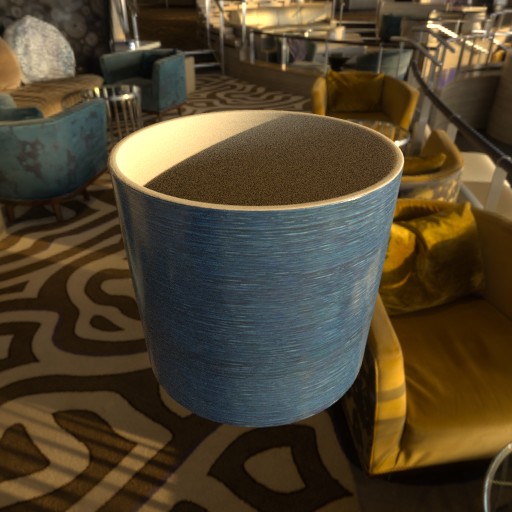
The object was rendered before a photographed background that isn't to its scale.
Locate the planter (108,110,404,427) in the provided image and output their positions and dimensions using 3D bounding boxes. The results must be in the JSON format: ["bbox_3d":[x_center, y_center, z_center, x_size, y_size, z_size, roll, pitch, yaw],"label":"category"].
[{"bbox_3d":[0.000,0.000,0.398,0.221,0.201,0.221,0,32,0],"label":"planter"}]
